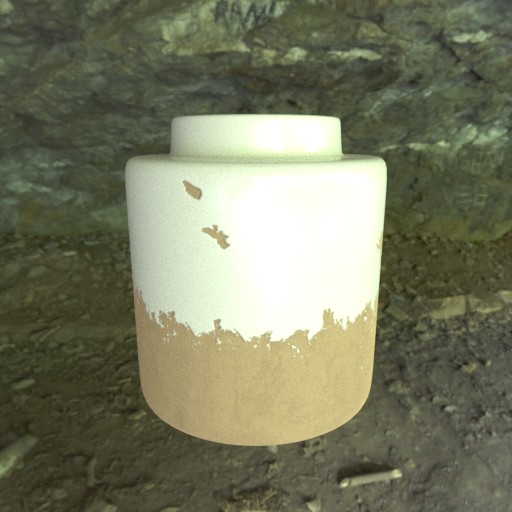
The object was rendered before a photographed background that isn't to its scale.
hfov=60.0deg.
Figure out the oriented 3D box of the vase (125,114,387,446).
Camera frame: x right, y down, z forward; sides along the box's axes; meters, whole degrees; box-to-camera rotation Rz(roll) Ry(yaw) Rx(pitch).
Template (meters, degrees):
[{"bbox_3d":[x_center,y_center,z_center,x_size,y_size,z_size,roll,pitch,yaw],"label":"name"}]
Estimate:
[{"bbox_3d":[0.000,0.000,0.282,0.153,0.167,0.153,0,15,0],"label":"vase"}]
